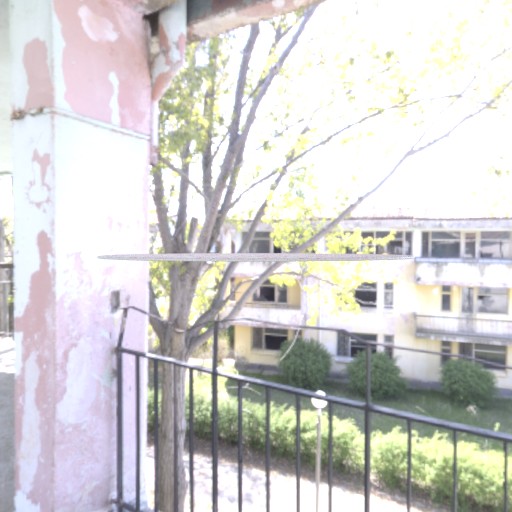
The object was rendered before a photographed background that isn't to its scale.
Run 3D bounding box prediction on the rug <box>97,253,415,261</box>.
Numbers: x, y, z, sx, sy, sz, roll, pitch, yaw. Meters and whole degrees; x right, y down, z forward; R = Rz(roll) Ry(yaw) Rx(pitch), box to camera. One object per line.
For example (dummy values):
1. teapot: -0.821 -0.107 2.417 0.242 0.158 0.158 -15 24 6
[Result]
1. rug: 0.000 0.000 2.357 1.593 0.012 1.593 0 1 0
